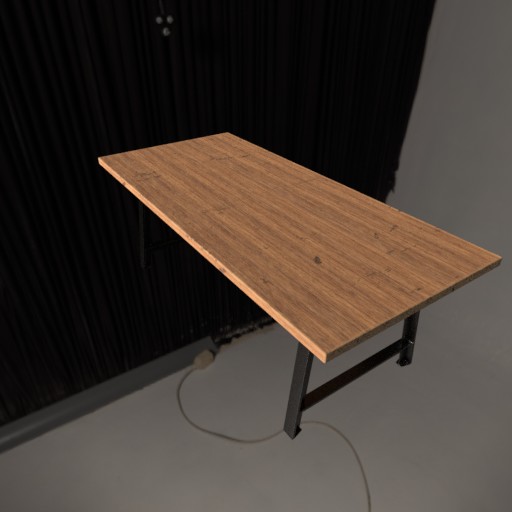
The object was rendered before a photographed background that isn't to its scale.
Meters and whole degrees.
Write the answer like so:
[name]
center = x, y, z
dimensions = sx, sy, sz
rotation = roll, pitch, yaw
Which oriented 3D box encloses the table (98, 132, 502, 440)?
[table]
center = 0.000, 0.000, 2.587
dimensions = 1.000, 0.757, 2.200
rotation = -20, 37, -29
